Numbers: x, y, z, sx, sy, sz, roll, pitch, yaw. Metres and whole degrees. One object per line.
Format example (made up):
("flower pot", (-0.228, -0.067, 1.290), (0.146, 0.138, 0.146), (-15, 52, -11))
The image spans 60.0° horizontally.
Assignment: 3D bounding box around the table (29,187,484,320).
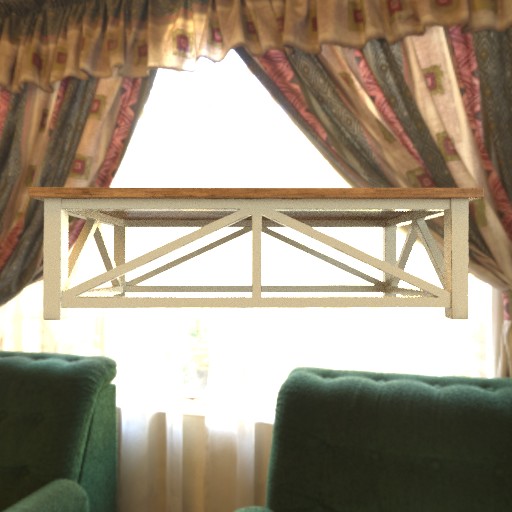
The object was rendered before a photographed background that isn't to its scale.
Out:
("table", (0.000, 0.000, 1.759), (1.400, 0.410, 0.800), (0, -1, 0))
